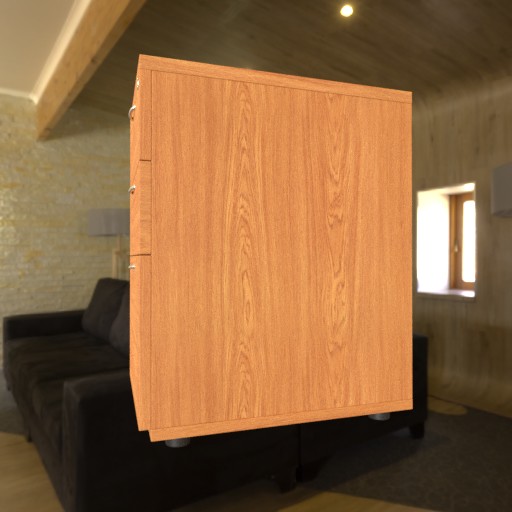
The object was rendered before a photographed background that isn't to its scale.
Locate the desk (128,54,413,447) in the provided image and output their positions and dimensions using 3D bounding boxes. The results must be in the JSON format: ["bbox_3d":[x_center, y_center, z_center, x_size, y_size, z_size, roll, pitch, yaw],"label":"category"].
[{"bbox_3d":[0.000,0.000,1.084,0.600,0.730,0.404,0,0,-18],"label":"desk"}]
